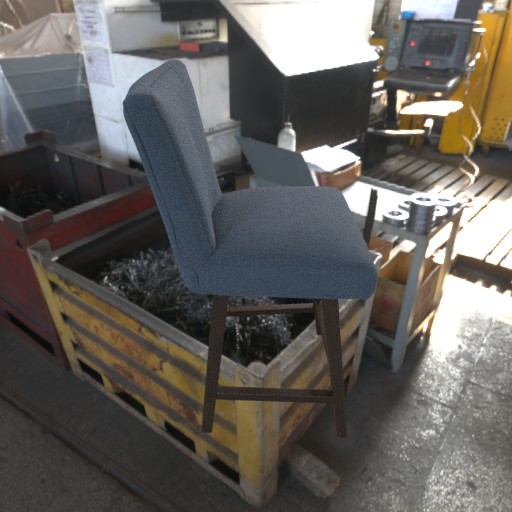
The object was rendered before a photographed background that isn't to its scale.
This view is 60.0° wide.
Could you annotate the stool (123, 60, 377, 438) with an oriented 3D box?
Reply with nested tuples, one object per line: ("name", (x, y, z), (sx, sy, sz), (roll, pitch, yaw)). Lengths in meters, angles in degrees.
("stool", (0.000, 0.000, 1.293), (0.574, 1.000, 0.514), (0, 31, -1))
